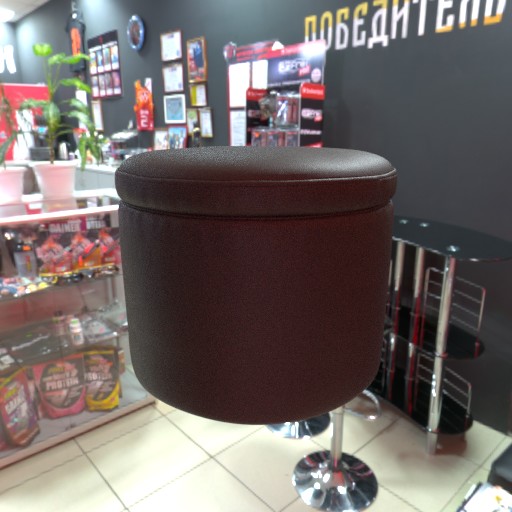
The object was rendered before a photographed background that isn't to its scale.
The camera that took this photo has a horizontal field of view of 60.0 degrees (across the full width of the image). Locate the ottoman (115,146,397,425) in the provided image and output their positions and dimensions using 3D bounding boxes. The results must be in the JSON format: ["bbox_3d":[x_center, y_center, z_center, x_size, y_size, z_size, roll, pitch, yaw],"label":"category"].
[{"bbox_3d":[0.000,0.000,0.861,0.500,0.409,0.500,0,16,0],"label":"ottoman"}]
